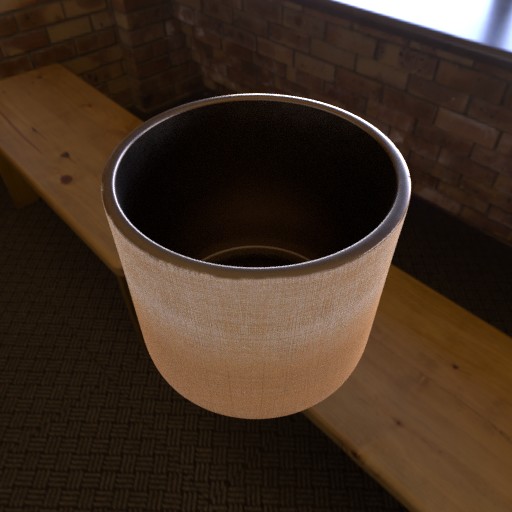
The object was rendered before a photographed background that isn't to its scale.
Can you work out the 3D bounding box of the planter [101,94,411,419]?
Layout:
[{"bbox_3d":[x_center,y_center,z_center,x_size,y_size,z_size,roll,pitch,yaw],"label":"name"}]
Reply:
[{"bbox_3d":[0.000,0.000,0.443,0.254,0.221,0.254,0,46,0],"label":"planter"}]
